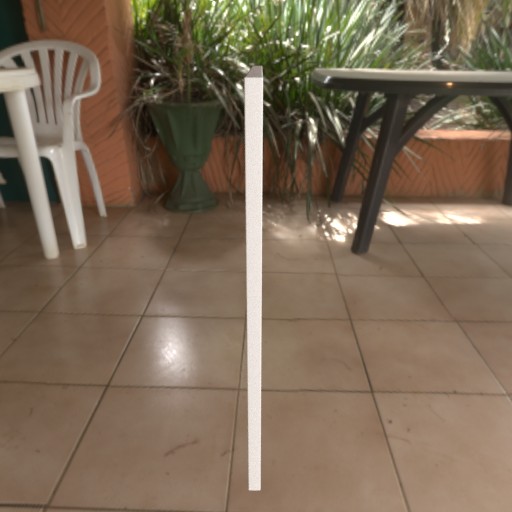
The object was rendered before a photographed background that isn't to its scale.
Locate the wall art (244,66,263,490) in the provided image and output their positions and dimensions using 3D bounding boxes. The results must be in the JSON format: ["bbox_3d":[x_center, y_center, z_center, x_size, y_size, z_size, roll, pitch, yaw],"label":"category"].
[{"bbox_3d":[0.000,0.000,1.564,0.038,1.212,0.914,0,25,1],"label":"wall art"}]
